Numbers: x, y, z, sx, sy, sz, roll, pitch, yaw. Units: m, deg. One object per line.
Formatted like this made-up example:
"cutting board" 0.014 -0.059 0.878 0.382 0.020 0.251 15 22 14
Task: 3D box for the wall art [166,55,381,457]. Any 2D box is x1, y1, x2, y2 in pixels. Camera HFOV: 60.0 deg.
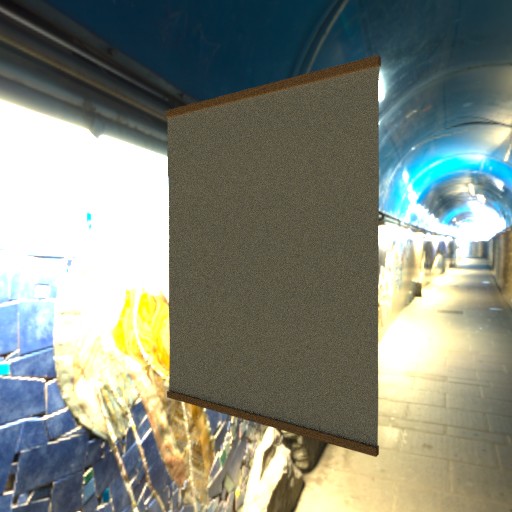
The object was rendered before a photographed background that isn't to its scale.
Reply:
"wall art" 0.000 0.000 0.806 0.458 0.605 0.011 1 1 36
